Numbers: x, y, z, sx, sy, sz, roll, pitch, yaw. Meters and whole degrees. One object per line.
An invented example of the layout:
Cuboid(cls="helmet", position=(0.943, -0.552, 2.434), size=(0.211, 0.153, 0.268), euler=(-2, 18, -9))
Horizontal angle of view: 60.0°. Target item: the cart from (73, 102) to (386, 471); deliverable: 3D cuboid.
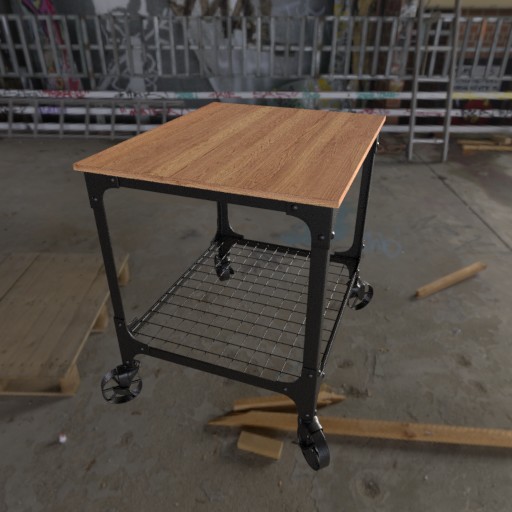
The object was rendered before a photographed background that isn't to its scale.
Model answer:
Cuboid(cls="cart", position=(0.000, 0.000, 1.111), size=(0.558, 0.603, 0.666), euler=(11, 32, 18))
